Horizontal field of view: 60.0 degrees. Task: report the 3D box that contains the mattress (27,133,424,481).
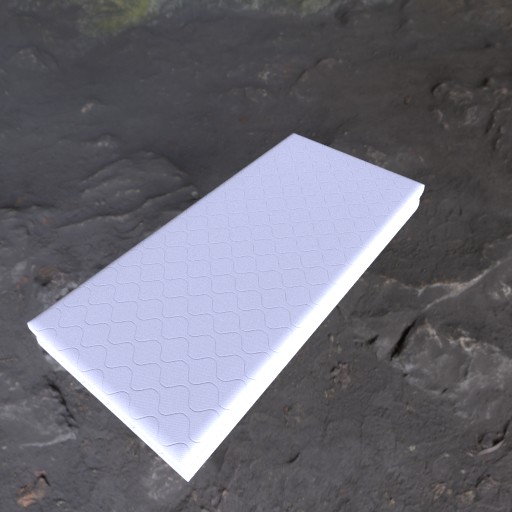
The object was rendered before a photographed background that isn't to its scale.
[{"bbox_3d":[0.000,0.000,2.195,0.900,0.200,1.900,30,53,26],"label":"mattress"}]
